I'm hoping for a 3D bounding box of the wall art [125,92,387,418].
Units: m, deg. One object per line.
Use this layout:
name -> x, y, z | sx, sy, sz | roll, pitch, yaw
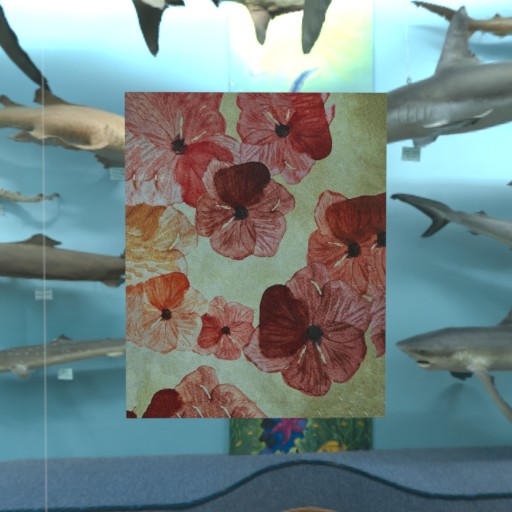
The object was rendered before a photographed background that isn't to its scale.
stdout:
wall art -> 0.000, 0.000, 0.704 | 0.406, 0.508, 0.028 | 0, 1, 0
